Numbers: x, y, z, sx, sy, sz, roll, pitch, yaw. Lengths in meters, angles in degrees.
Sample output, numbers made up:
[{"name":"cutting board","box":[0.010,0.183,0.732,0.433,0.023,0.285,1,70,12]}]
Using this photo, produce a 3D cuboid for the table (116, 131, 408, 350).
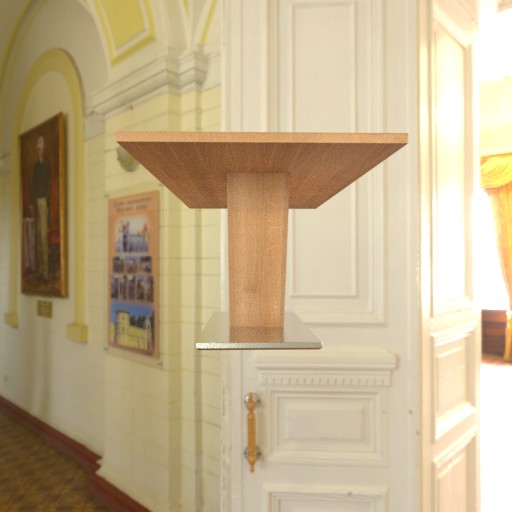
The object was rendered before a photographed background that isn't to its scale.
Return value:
[{"name":"table","box":[0.000,0.000,2.259,0.900,0.750,1.800,0,0,-1]}]
